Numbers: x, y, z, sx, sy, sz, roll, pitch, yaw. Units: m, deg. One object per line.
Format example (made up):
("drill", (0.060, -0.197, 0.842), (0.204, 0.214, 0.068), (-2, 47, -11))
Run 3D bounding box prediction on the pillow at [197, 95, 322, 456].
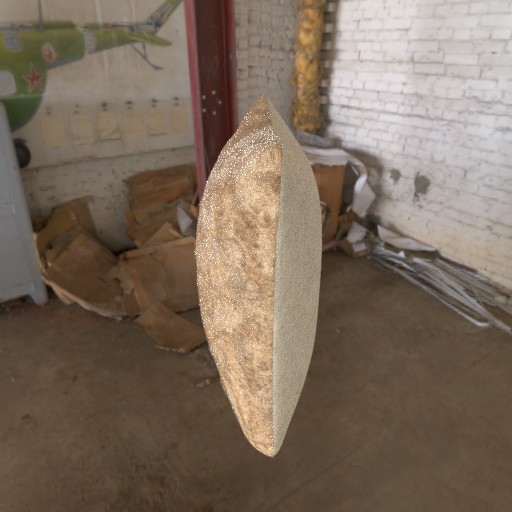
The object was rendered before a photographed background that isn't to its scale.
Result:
("pillow", (0.000, 0.000, 0.829), (0.216, 0.525, 0.538), (0, 26, 0))
